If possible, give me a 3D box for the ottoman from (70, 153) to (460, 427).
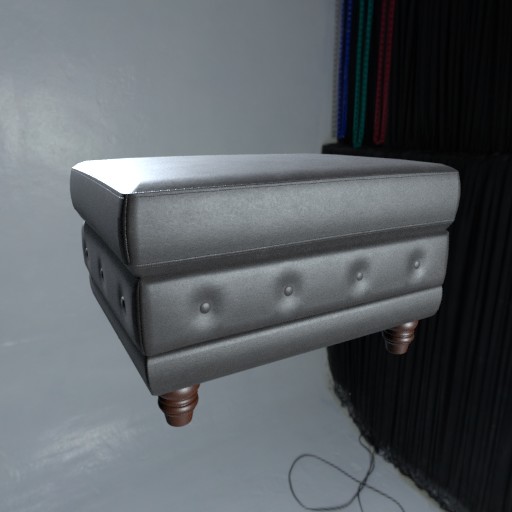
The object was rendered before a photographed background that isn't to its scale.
[{"bbox_3d":[0.000,0.000,1.144,0.795,0.498,0.590,-9,18,-28],"label":"ottoman"}]
